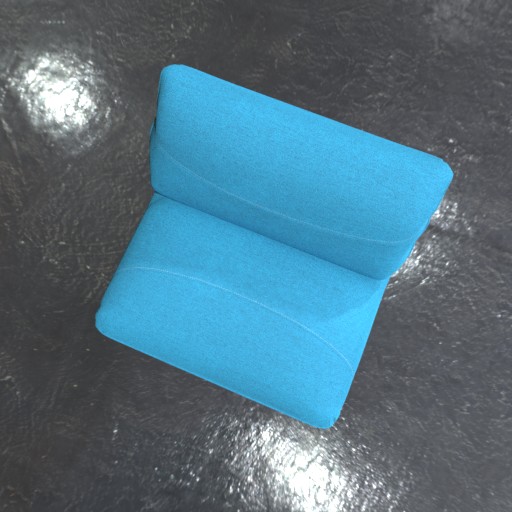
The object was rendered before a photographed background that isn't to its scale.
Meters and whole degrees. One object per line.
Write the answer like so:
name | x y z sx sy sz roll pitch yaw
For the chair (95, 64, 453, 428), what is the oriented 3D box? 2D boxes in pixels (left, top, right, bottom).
chair | 0.000 0.000 1.321 0.820 0.580 0.780 22 77 5
